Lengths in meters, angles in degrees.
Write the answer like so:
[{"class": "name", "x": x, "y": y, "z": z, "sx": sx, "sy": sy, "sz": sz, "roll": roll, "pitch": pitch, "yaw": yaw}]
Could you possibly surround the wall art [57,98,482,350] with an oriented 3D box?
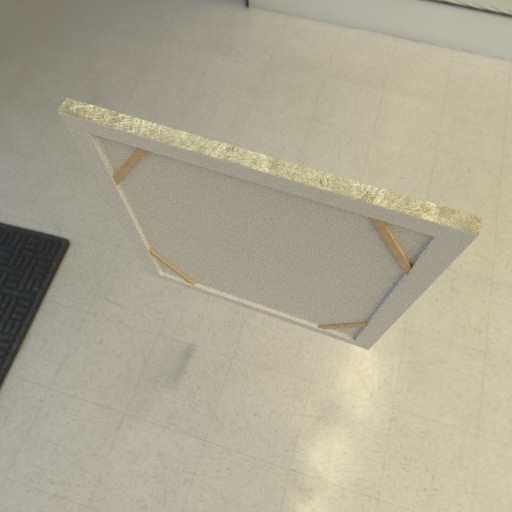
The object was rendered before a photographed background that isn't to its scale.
[{"class": "wall art", "x": 0.000, "y": 0.000, "z": 1.586, "sx": 1.092, "sy": 1.091, "sz": 0.051, "roll": 18, "pitch": 66, "yaw": 8}]
